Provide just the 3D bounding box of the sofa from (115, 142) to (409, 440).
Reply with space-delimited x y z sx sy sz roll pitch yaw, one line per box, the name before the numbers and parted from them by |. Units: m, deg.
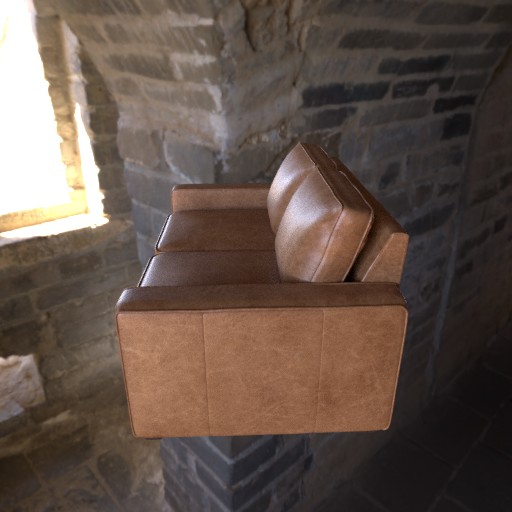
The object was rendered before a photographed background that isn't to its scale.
sofa | 0.000 0.000 2.177 1.020 0.896 1.532 -1 25 -2
